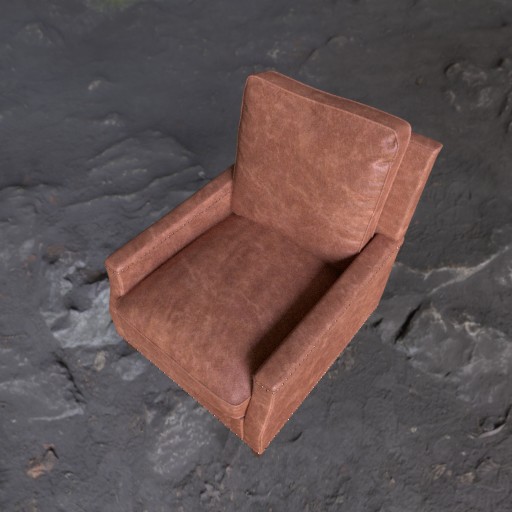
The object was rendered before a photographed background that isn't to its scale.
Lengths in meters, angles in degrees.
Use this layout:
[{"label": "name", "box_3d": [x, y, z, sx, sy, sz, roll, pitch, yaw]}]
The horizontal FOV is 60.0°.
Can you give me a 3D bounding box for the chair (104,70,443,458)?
[{"label": "chair", "box_3d": [0.000, 0.000, 1.787, 0.854, 1.054, 1.035, 32, 55, 25]}]
